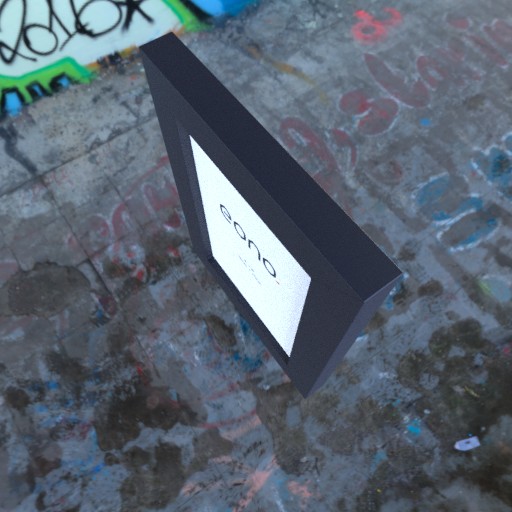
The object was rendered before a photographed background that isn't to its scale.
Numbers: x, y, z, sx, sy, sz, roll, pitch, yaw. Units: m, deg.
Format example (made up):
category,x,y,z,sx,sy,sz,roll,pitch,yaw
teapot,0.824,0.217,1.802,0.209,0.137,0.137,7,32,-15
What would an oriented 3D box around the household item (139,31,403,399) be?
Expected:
category,x,y,z,sx,sy,sz,roll,pitch,yaw
household item,0.000,0.000,0.233,0.022,0.178,0.133,-33,68,-15
